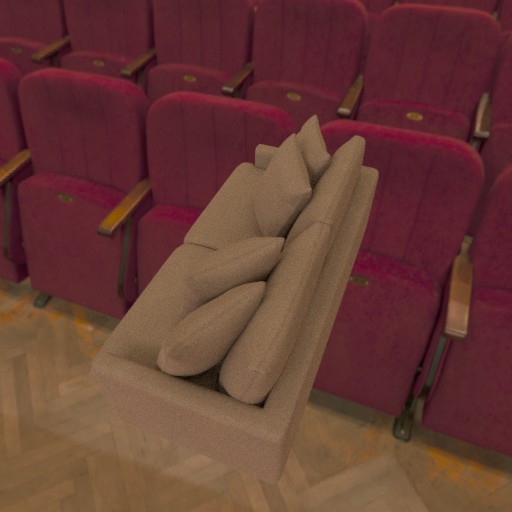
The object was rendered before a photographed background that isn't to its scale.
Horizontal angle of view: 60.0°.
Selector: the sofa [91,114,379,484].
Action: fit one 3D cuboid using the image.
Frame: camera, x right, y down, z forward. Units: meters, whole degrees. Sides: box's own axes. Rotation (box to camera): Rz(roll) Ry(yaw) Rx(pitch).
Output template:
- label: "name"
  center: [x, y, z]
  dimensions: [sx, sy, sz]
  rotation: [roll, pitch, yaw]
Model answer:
- label: "sofa"
  center: [0.000, 0.000, 3.056]
  dimensions: [1.228, 1.084, 2.380]
  rotation: [16, 48, 15]
